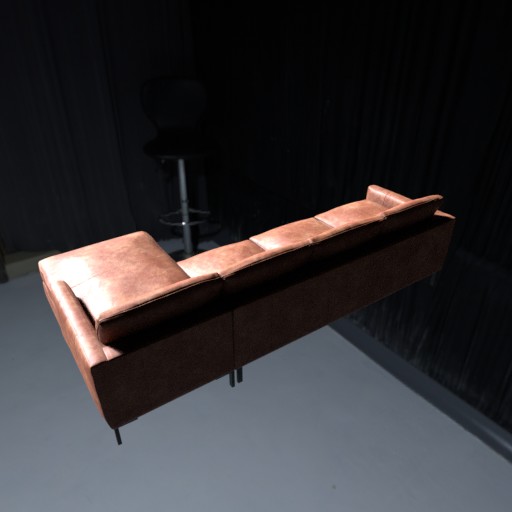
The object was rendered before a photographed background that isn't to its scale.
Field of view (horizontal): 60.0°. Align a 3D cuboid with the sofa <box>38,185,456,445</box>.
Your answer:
[{"bbox_3d":[0.000,0.000,3.527,2.993,0.859,1.471,-19,36,-29],"label":"sofa"}]
